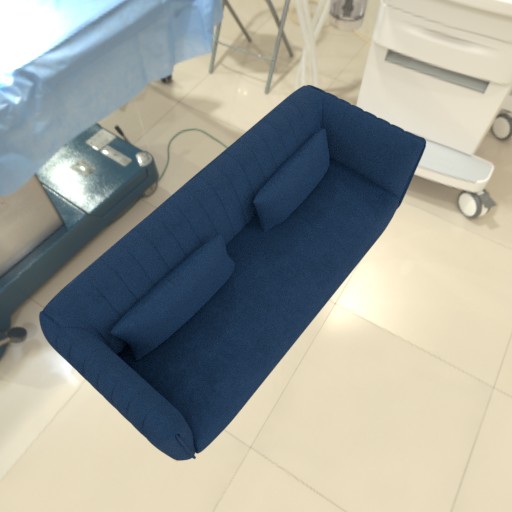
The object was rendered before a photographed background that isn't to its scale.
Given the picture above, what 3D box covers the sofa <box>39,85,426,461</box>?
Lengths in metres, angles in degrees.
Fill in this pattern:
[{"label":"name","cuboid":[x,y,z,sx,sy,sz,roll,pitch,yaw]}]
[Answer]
[{"label":"sofa","cuboid":[0.000,0.000,2.524,0.896,0.793,2.136,34,64,19]}]
